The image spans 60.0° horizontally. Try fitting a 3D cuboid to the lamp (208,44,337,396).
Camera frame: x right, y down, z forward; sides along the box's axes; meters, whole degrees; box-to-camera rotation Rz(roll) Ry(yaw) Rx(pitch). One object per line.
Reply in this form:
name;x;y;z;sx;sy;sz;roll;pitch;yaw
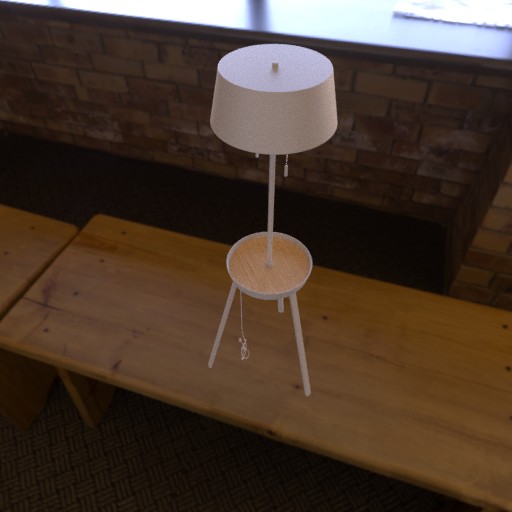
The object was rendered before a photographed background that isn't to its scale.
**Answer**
lamp;0.000;0.000;1.662;0.468;1.429;0.508;-9;47;-9
